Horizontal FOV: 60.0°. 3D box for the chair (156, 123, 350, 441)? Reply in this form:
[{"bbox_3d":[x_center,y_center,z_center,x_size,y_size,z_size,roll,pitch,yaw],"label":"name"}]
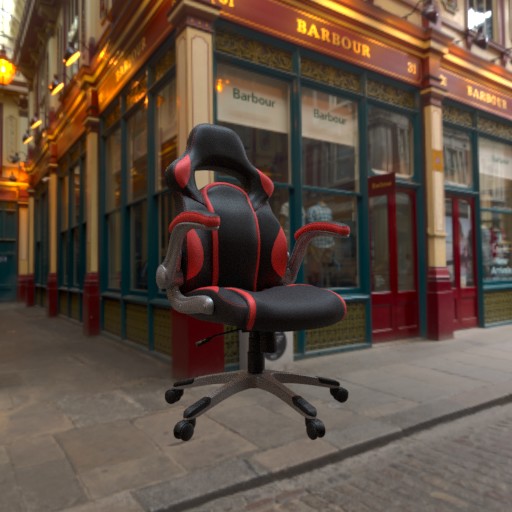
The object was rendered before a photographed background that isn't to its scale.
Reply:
[{"bbox_3d":[0.000,0.000,1.681,0.758,1.165,0.712,1,-2,-35],"label":"chair"}]
